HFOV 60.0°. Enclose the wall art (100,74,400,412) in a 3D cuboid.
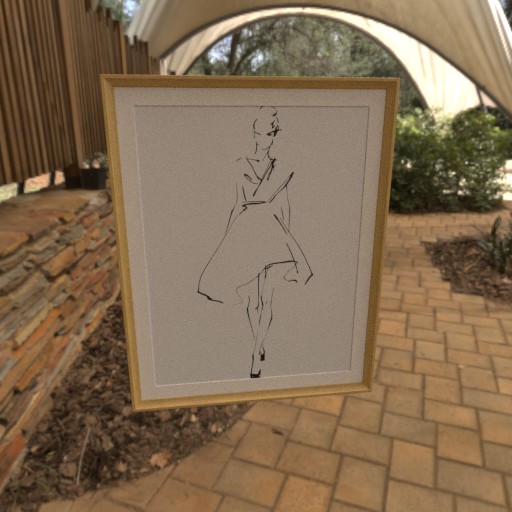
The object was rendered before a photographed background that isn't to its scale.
[{"bbox_3d":[0.000,0.000,1.331,0.798,1.002,0.030,-2,18,-8],"label":"wall art"}]
